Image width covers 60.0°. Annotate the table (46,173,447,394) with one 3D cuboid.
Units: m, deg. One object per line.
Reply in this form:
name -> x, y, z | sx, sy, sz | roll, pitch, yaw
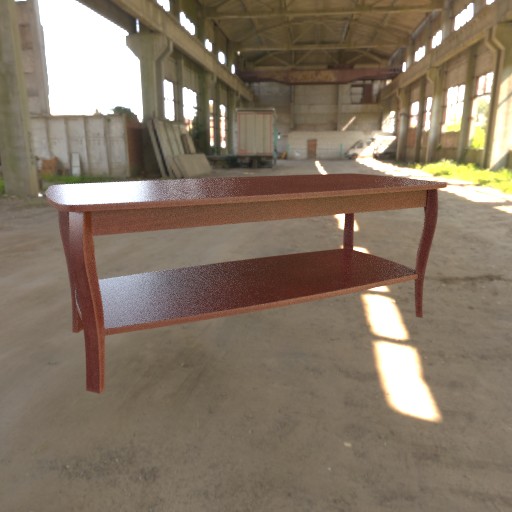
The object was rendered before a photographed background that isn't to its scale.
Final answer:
table -> 0.000, 0.000, 1.469 | 1.216, 0.473, 0.561 | -7, 16, -26
